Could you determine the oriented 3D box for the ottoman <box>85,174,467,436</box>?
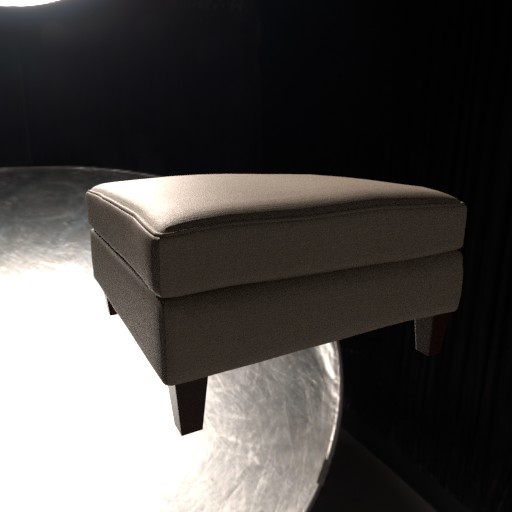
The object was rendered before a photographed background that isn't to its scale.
[{"bbox_3d":[0.000,0.000,1.330,0.838,0.481,0.838,-8,17,-28],"label":"ottoman"}]
